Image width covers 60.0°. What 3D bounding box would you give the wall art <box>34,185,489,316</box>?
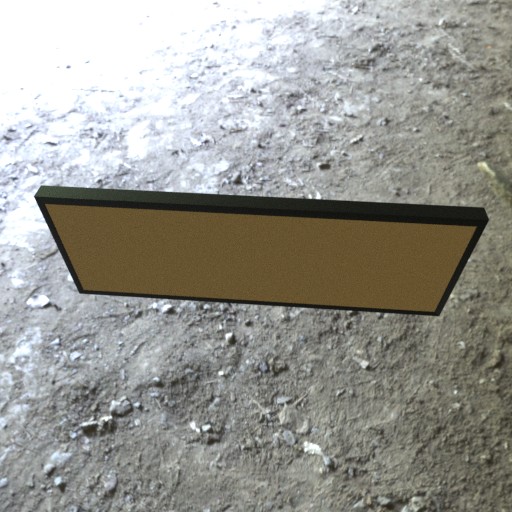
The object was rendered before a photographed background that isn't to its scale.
[{"bbox_3d":[0.000,0.000,0.958,0.860,0.303,0.037,3,47,3],"label":"wall art"}]
